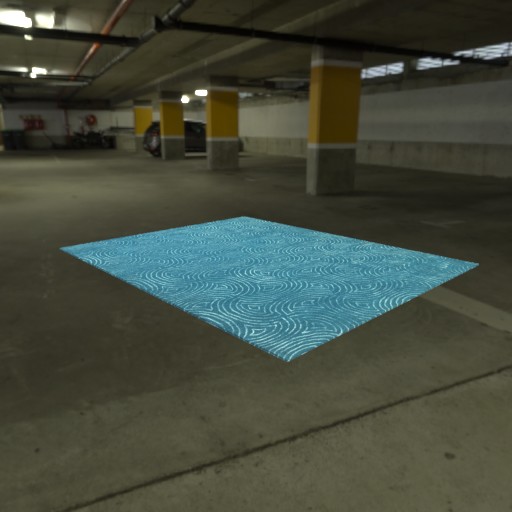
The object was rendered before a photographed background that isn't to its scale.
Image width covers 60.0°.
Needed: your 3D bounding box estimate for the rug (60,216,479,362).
[{"bbox_3d":[0.000,0.000,4.082,2.432,0.012,3.033,-14,21,-41],"label":"rug"}]
